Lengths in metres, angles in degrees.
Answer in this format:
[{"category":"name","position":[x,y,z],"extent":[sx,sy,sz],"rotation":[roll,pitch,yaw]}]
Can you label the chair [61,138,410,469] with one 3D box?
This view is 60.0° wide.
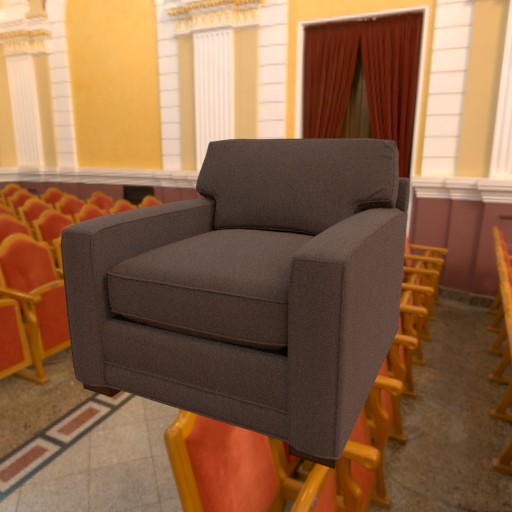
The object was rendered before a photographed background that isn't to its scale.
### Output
[{"category":"chair","position":[0.000,0.000,1.754],"extent":[0.997,0.913,1.043],"rotation":[7,15,25]}]
